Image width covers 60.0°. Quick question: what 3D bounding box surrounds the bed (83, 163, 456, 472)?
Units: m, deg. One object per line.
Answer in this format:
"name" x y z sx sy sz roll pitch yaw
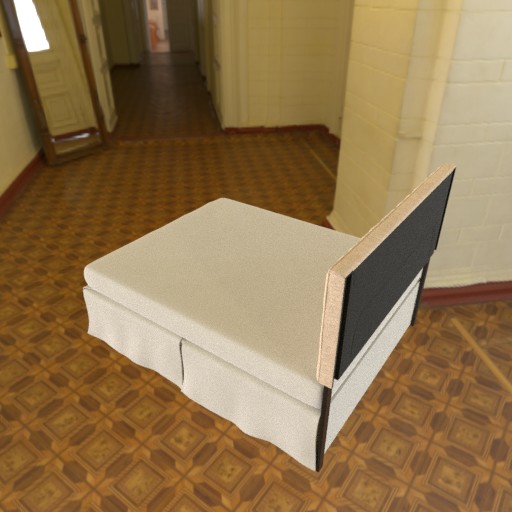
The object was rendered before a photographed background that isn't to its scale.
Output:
"bed" 0.000 0.000 3.054 1.978 1.270 1.643 20 36 30
